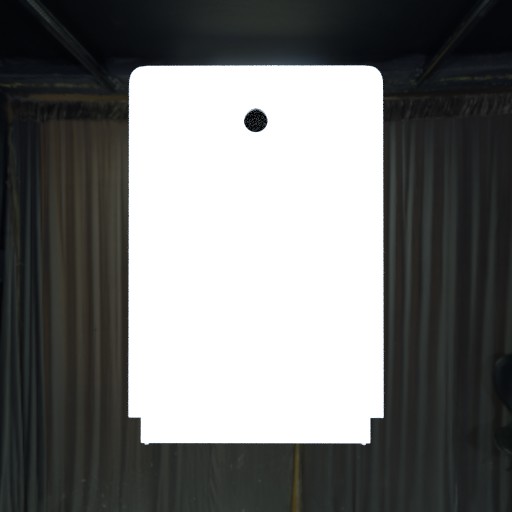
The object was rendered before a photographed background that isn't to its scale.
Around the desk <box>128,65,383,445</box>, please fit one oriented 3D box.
[{"bbox_3d":[0.000,0.000,1.521,0.795,1.190,0.278,0,0,0],"label":"desk"}]
